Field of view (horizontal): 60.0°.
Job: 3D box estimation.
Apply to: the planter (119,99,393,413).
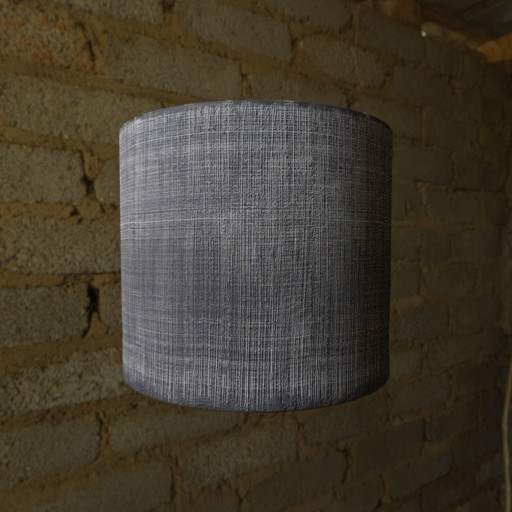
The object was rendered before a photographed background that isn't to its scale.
[{"bbox_3d":[0.000,0.000,0.434,0.254,0.221,0.254,0,1,0],"label":"planter"}]
